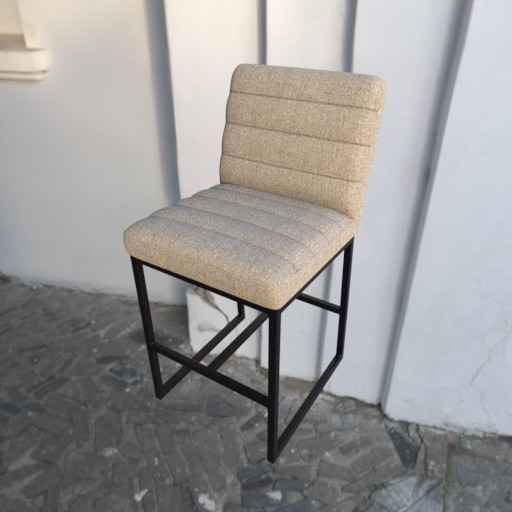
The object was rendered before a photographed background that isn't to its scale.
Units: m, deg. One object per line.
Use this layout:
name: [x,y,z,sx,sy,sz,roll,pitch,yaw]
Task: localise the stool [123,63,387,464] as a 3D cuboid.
stool: [0.000,0.000,1.263,0.460,0.940,0.560,18,35,27]
